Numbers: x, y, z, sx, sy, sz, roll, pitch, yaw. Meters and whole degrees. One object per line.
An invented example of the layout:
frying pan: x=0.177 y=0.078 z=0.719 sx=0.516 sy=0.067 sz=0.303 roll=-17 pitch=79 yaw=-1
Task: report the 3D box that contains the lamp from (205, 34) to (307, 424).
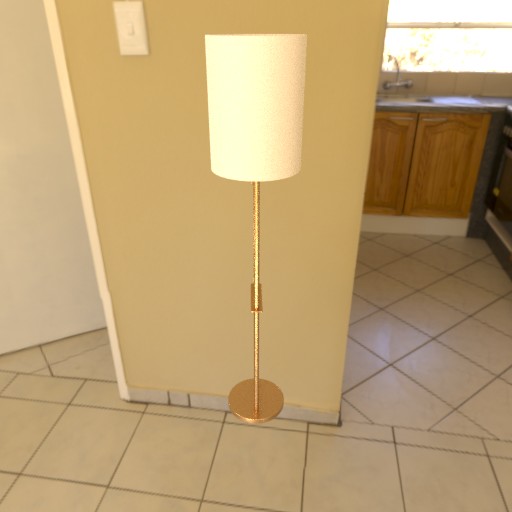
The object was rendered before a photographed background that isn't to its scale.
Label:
lamp: x=0.000 y=0.000 z=1.679 sx=0.305 sy=1.500 sz=0.306 roll=0 pitch=27 yaw=-1
